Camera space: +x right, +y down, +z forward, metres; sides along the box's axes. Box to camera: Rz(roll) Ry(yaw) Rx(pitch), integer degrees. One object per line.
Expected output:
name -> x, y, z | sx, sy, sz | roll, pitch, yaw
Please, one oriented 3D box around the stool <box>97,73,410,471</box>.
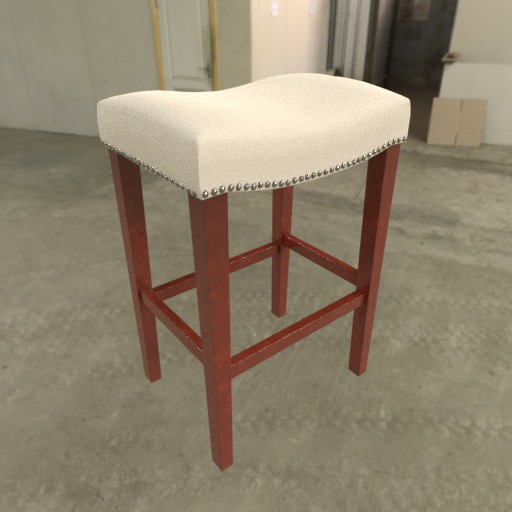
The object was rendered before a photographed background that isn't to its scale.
stool -> 0.000, 0.000, 1.022 | 0.504, 0.742, 0.372 | -22, 36, -33
